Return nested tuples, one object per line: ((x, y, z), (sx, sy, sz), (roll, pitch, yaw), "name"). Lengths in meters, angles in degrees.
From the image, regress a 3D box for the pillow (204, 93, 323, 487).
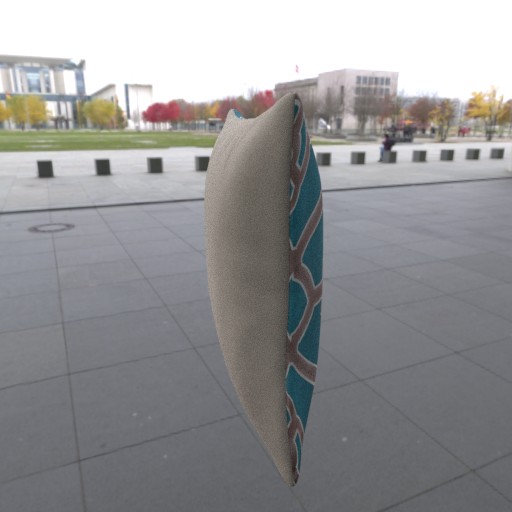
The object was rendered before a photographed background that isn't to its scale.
((0.000, 0.000, 0.776), (0.166, 0.507, 0.526), (-3, 17, -10), "pillow")
